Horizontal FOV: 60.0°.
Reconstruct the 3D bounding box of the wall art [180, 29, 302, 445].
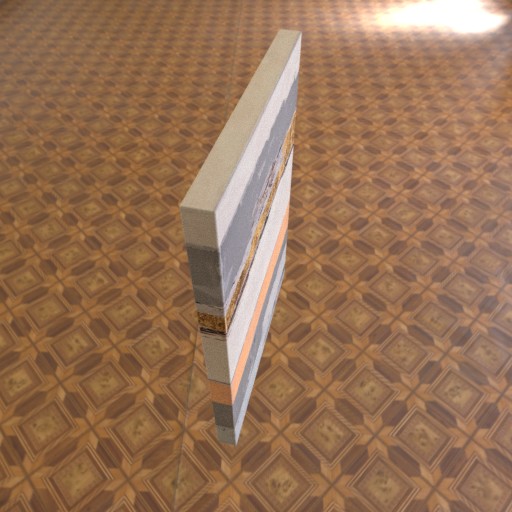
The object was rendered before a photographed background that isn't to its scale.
[{"bbox_3d":[0.000,0.000,0.796,0.038,0.609,0.456,11,48,10],"label":"wall art"}]
